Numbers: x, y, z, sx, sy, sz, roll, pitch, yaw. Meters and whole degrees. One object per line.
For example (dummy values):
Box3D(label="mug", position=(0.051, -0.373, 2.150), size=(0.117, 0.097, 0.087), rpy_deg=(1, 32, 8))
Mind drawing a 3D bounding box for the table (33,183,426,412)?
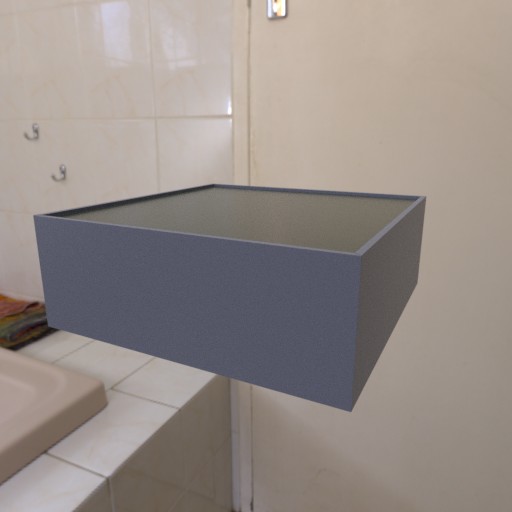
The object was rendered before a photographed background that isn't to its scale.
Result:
Box3D(label="table", position=(0.000, 0.000, 1.279), size=(0.801, 0.299, 0.801), rpy_deg=(8, 17, 26))
